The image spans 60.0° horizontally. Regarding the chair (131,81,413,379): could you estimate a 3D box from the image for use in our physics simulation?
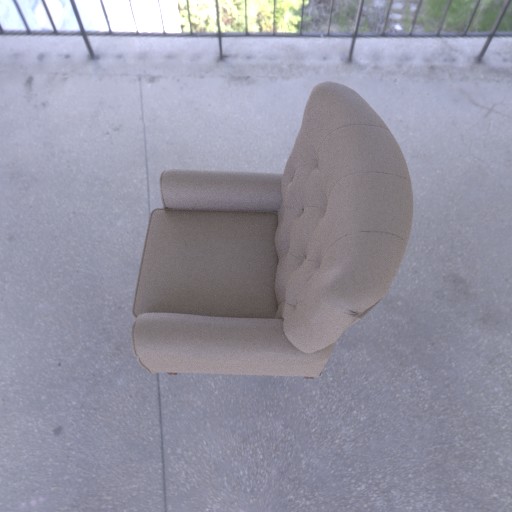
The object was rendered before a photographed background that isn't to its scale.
[{"bbox_3d":[0.000,0.000,1.912,1.041,1.138,0.999,2,58,1],"label":"chair"}]
